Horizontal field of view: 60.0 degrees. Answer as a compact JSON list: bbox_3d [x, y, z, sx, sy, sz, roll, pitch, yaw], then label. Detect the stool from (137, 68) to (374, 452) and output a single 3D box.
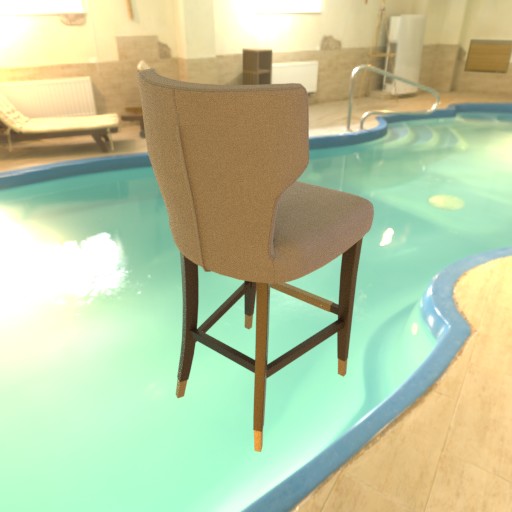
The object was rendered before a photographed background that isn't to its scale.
[{"bbox_3d":[0.000,0.000,1.393,0.526,1.092,0.563,21,35,33],"label":"stool"}]
